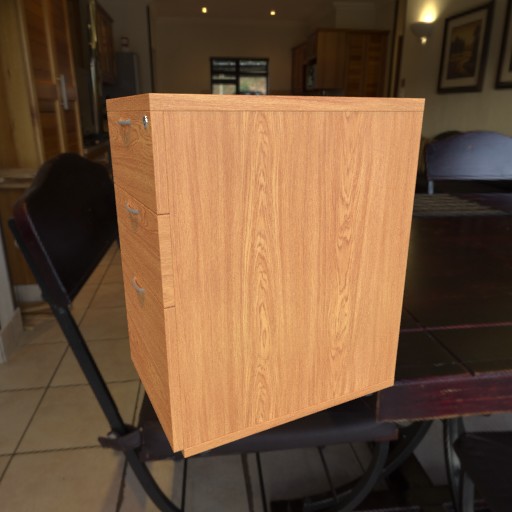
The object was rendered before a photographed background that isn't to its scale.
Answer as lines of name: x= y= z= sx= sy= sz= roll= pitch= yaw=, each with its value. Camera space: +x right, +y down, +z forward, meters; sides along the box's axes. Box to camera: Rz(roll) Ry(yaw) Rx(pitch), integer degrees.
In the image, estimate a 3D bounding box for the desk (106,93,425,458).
desk: x=0.000 y=0.000 z=1.094 sx=0.600 sy=0.730 sz=0.404 roll=-9 pitch=20 yaw=-25
